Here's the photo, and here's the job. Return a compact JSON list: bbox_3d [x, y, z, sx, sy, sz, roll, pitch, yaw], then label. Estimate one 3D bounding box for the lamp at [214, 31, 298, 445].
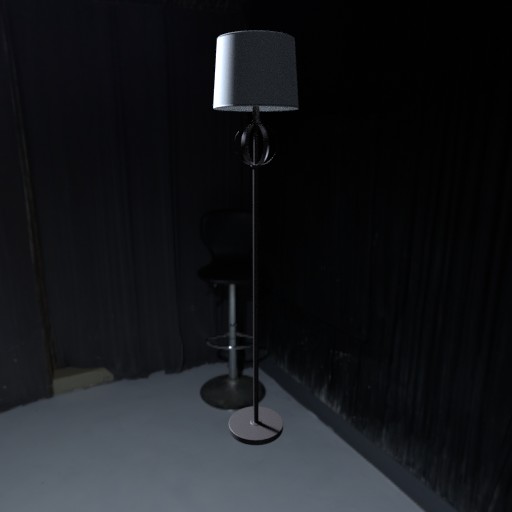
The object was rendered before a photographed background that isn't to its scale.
[{"bbox_3d":[0.000,0.000,1.636,0.286,1.462,0.286,-8,17,-26],"label":"lamp"}]
